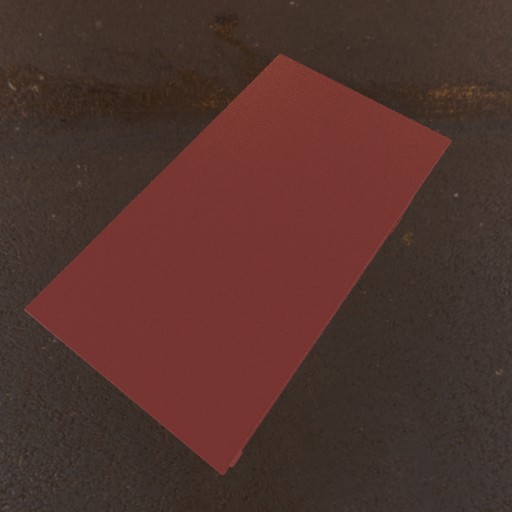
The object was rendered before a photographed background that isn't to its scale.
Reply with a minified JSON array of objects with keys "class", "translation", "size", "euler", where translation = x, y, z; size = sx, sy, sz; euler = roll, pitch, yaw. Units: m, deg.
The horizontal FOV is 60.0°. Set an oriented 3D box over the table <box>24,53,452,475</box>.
[{"class":"table","translation":[0.000,0.000,1.385],"size":[0.612,0.493,1.068],"euler":[33,69,15]}]
